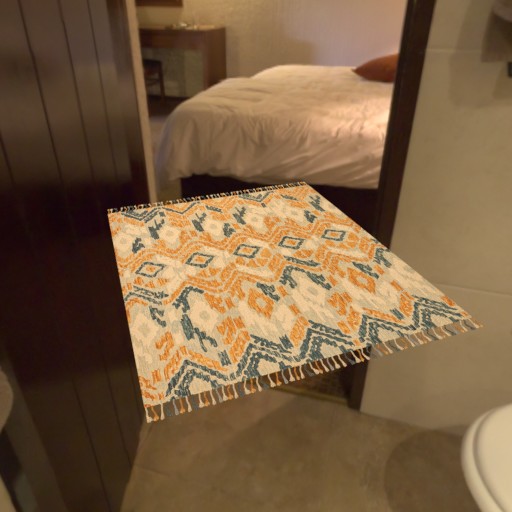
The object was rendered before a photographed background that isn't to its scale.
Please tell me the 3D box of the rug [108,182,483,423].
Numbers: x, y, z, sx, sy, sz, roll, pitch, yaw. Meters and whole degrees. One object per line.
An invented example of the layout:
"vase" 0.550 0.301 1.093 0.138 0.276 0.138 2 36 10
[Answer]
"rug" 0.000 0.000 4.106 2.439 0.010 3.048 -11 33 -17
